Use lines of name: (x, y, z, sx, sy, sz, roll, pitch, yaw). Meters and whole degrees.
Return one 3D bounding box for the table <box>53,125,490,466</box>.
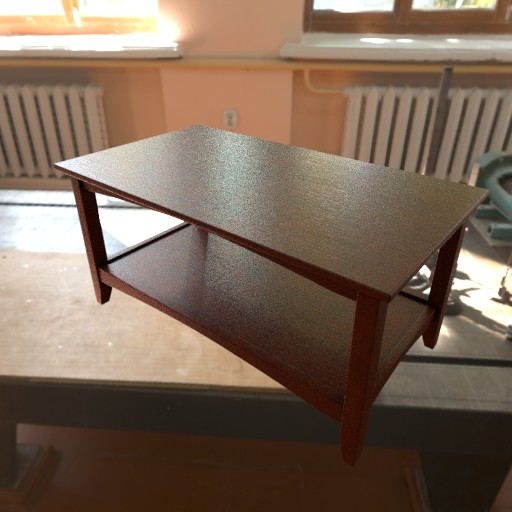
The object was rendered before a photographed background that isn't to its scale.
table: (0.000, 0.000, 1.201, 0.943, 0.456, 0.533, 22, 37, 33)
